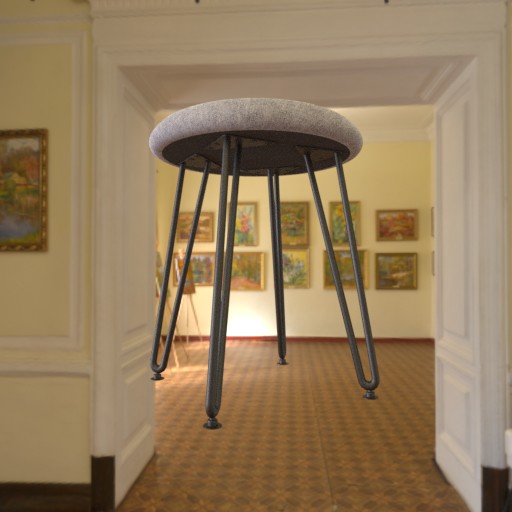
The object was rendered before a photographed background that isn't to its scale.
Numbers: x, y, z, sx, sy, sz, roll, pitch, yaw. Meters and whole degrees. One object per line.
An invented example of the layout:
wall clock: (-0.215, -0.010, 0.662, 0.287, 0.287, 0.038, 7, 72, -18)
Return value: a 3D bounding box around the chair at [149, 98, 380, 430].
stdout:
chair: (0.000, 0.000, 0.654, 0.350, 0.386, 0.350, 0, -1, 17)
